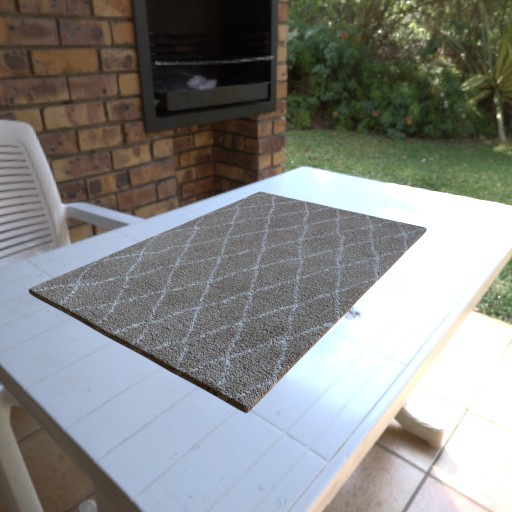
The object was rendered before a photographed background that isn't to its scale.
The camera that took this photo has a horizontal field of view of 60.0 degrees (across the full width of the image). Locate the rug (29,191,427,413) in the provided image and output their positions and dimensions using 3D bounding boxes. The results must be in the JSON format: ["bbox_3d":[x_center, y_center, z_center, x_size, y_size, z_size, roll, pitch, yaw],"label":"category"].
[{"bbox_3d":[0.000,0.000,2.293,1.219,0.030,1.778,17,31,32],"label":"rug"}]
